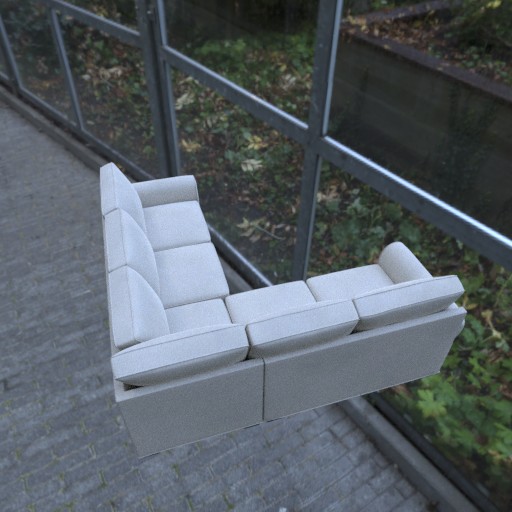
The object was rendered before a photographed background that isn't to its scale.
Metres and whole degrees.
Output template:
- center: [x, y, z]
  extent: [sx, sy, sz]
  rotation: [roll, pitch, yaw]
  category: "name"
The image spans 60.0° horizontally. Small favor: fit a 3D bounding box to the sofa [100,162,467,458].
- center: [0.000, 0.000, 3.927]
  extent: [2.487, 1.054, 2.569]
  rotation: [-12, 43, -13]
  category: "sofa"
